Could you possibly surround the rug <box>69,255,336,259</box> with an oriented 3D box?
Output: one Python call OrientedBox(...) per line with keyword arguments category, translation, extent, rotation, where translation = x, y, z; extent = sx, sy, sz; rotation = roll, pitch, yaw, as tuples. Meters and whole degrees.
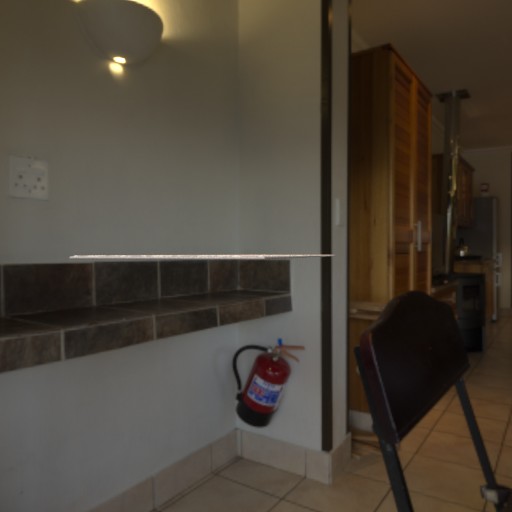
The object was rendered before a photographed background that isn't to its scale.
OrientedBox(category="rug", translation=(0.000, 0.000, 2.415), extent=(0.662, 0.011, 2.196), rotation=(0, 0, 15))
